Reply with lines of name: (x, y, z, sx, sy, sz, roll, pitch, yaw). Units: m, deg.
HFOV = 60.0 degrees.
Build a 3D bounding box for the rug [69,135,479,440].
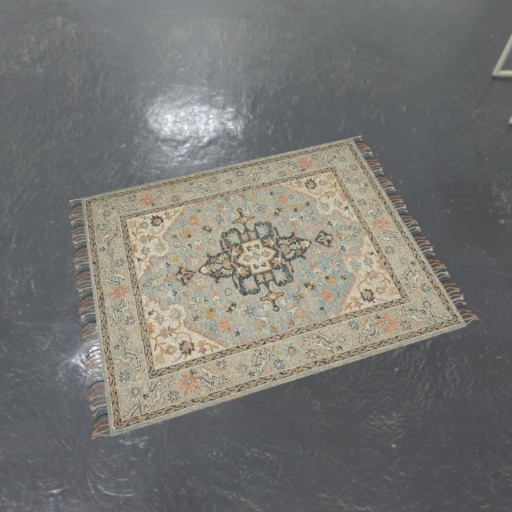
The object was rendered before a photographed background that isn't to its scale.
rug: (0.000, 0.000, 4.084, 3.221, 0.011, 2.379, -15, 58, -9)
